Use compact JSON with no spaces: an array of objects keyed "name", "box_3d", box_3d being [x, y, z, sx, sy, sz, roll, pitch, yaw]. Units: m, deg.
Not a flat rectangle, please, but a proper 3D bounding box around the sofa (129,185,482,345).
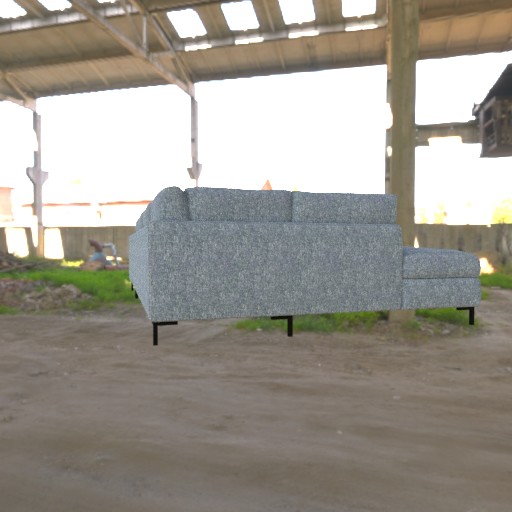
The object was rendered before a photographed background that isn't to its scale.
[{"name":"sofa","box_3d":[0.000,0.000,3.549,1.879,0.756,2.737,0,1,-18]}]
